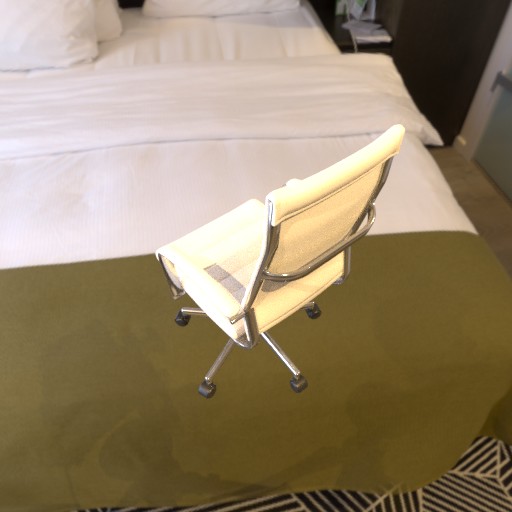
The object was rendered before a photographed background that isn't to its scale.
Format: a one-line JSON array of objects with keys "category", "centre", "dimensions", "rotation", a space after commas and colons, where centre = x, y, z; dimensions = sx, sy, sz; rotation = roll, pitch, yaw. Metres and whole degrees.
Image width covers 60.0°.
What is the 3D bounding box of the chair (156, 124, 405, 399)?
[{"category": "chair", "centre": [0.000, 0.000, 1.566], "dimensions": [0.679, 1.149, 0.679], "rotation": [-31, 55, -26]}]
